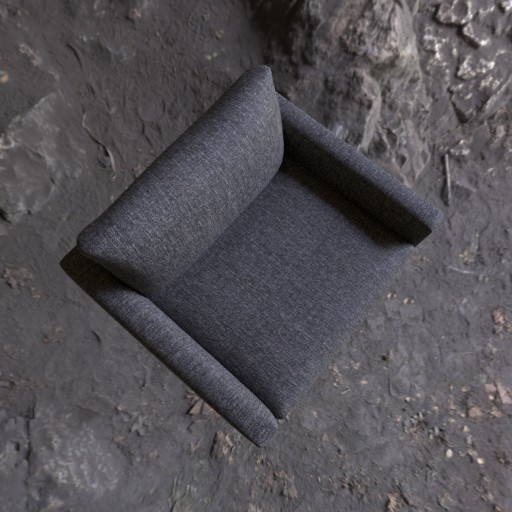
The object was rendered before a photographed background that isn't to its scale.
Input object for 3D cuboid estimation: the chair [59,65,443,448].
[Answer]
[{"bbox_3d":[0.000,0.000,1.597,0.866,0.861,0.963,39,78,10],"label":"chair"}]
